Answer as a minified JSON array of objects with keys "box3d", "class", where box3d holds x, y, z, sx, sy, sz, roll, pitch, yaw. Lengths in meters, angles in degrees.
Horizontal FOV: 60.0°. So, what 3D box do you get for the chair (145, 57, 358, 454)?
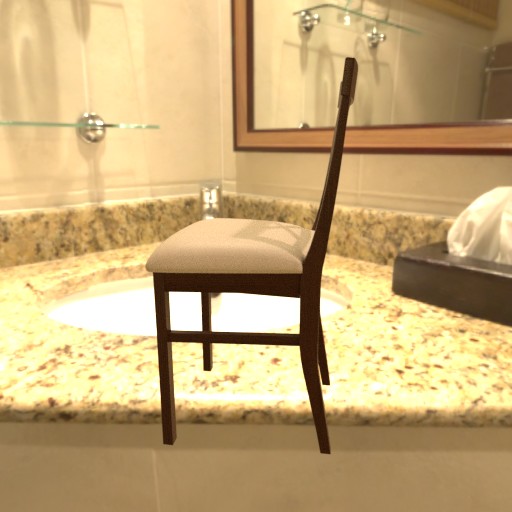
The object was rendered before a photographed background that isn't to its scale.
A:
[{"box3d":[0.000,0.000,1.185,0.480,0.913,0.440,2,15,9],"class":"chair"}]
